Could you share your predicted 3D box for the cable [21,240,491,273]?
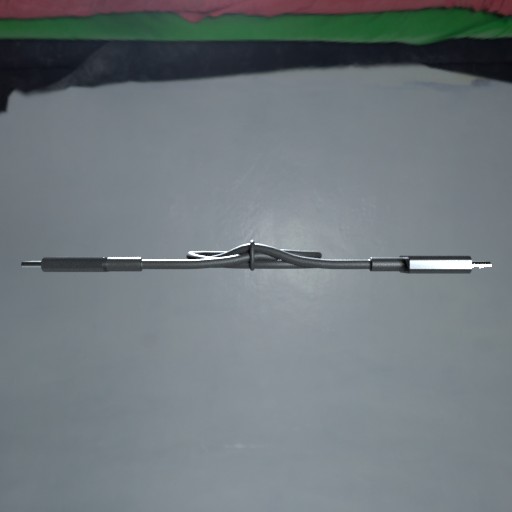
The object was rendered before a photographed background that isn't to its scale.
[{"bbox_3d":[0.000,0.000,0.213,0.192,0.014,0.070,0,0,0],"label":"cable"}]
